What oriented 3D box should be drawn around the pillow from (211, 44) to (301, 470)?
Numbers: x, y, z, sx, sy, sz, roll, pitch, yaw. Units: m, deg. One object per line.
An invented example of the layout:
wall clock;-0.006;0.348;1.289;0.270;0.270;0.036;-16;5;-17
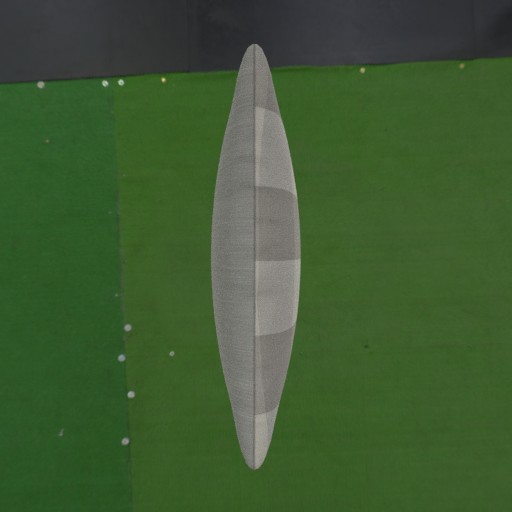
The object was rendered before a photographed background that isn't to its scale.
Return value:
pillow;0.000;0.000;0.781;0.161;0.509;0.511;0;90;0
